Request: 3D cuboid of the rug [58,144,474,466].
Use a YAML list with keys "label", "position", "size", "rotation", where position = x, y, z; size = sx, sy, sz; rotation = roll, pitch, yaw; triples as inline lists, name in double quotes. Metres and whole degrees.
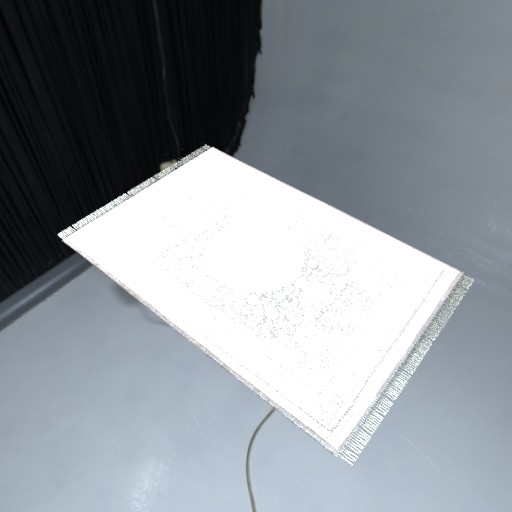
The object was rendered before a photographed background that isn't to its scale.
- label: "rug"
  position: [0.000, 0.000, 3.015]
  size: [2.440, 0.010, 1.528]
  rotation: [32, 54, 26]
